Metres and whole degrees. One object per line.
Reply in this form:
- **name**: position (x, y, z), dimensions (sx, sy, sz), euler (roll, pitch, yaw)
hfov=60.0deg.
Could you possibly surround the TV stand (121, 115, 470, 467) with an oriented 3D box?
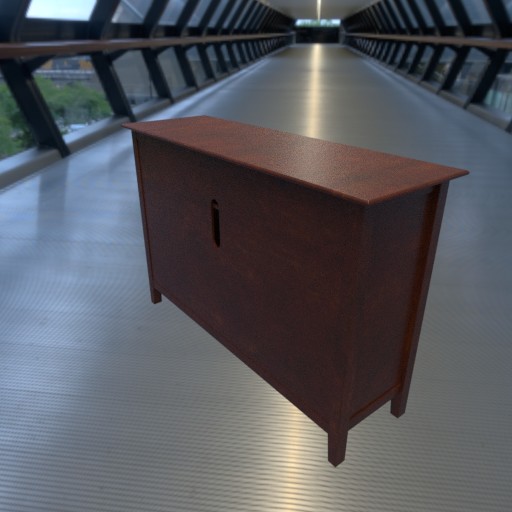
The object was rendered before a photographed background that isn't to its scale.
- **TV stand**: position (0.000, 0.000, 1.800), dimensions (0.445, 0.915, 1.372), euler (-19, 31, -34)
